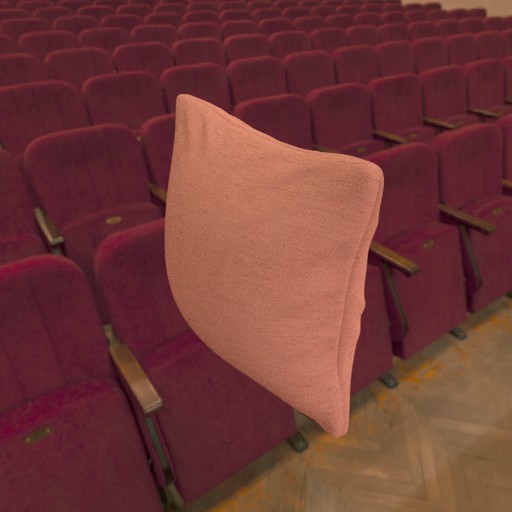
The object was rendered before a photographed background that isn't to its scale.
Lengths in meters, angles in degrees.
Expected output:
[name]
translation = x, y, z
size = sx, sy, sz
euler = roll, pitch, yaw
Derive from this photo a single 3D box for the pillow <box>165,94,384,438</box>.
[pillow]
translation = 0.000, 0.000, 0.685
size = 0.246, 0.415, 0.432
euler = -20, 37, -29
